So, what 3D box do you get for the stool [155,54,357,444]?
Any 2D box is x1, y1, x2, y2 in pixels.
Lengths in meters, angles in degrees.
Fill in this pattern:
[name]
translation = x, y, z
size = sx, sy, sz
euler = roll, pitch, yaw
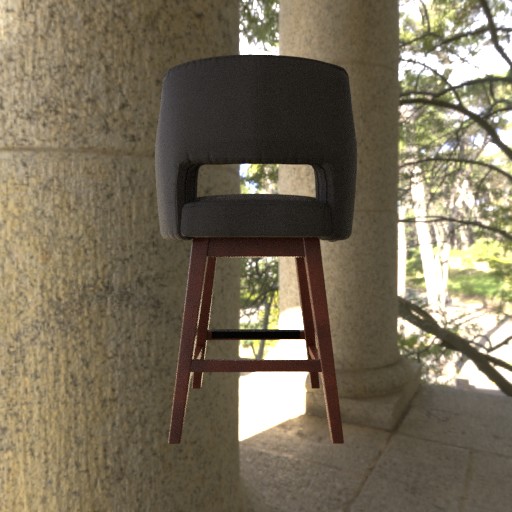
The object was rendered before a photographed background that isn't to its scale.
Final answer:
[stool]
translation = 0.000, 0.000, 1.257
size = 0.548, 0.912, 0.558
euler = 0, 2, 0
